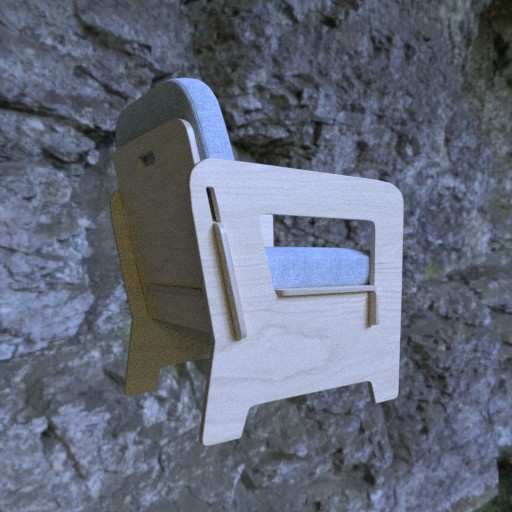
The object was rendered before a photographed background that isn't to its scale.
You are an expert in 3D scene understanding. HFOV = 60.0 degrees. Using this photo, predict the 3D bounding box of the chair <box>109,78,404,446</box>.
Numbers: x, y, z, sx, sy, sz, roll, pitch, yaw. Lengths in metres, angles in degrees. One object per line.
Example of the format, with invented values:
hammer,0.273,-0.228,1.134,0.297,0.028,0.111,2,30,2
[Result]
chair,0.000,0.000,1.286,0.710,0.800,0.590,0,0,-38
